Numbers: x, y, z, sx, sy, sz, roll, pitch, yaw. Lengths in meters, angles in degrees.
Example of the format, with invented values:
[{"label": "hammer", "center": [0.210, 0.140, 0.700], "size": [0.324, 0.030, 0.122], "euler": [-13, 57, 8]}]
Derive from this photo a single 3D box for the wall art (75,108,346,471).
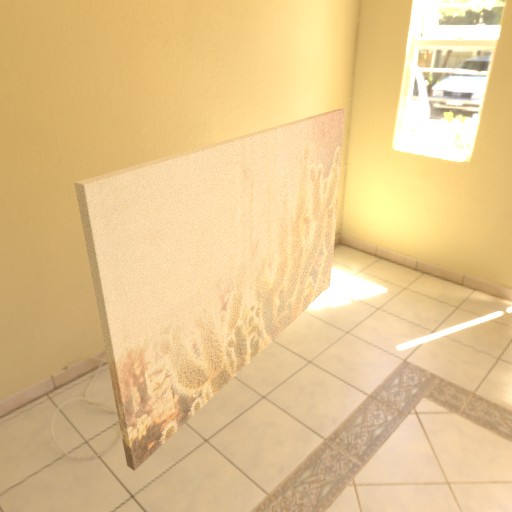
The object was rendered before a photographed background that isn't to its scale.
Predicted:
[{"label": "wall art", "center": [0.000, 0.000, 1.865], "size": [0.038, 1.012, 1.525], "euler": [17, 31, 30]}]
